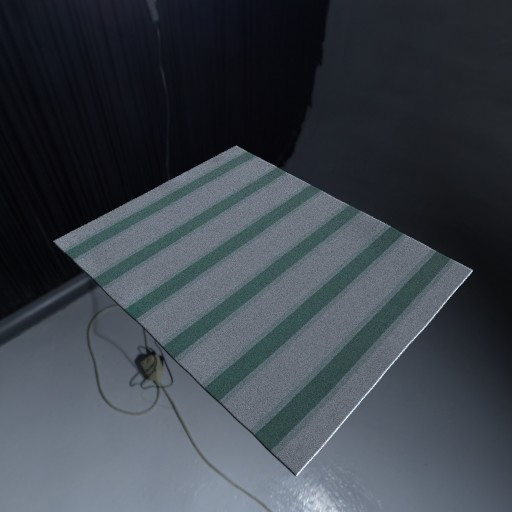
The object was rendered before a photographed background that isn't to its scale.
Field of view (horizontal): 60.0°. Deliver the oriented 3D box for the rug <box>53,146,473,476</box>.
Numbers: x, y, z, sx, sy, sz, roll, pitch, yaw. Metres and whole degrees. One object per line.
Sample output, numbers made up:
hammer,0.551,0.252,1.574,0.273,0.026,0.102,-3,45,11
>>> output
rug,0.000,0.000,4.085,3.041,0.019,2.434,34,54,30
